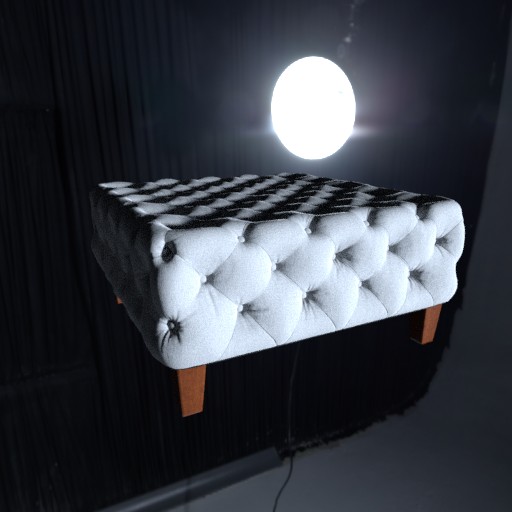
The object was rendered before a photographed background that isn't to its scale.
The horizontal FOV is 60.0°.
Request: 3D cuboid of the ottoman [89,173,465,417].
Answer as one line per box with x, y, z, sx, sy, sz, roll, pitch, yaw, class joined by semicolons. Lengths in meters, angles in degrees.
0.000;0.000;1.197;0.764;0.365;0.758;-8;19;-26;ottoman
